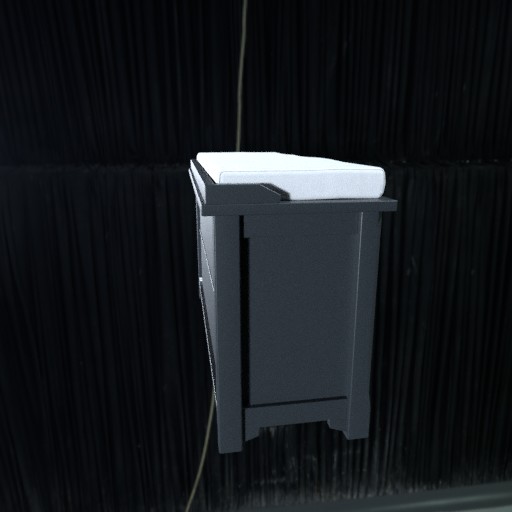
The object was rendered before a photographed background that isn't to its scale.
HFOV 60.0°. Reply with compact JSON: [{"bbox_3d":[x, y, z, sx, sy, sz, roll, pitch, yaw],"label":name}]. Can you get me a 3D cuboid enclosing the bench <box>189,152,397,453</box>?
[{"bbox_3d":[0.000,0.000,1.274,0.345,0.561,0.973,-2,15,-9],"label":"bench"}]
